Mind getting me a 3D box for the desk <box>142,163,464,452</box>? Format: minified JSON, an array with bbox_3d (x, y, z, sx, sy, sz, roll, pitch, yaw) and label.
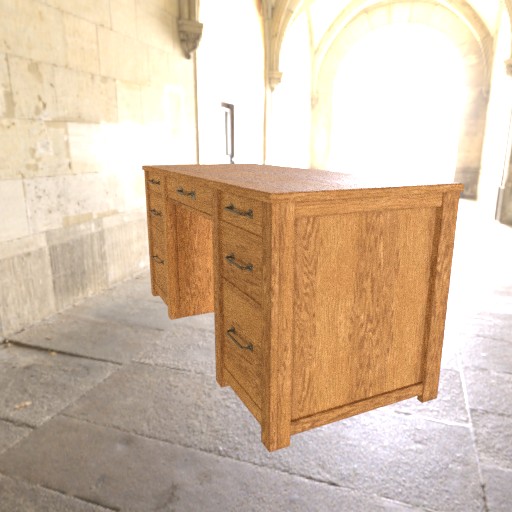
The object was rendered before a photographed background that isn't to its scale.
[{"bbox_3d":[0.000,0.000,2.007,0.685,0.751,1.567,-7,16,-24],"label":"desk"}]
